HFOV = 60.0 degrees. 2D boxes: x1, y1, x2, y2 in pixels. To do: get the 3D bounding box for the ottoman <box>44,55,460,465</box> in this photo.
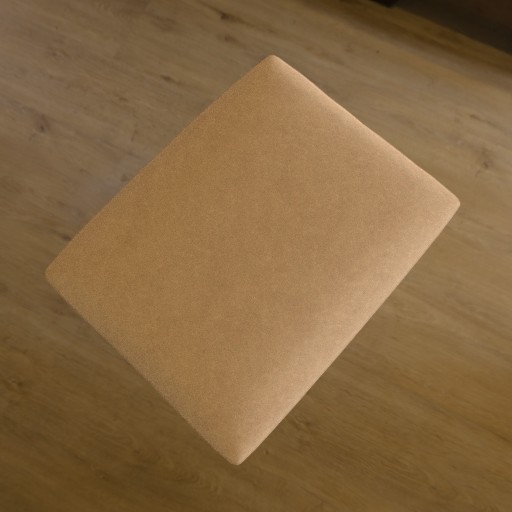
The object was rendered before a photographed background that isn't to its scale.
[{"bbox_3d":[0.000,0.000,1.123,0.584,0.513,0.741,42,80,9],"label":"ottoman"}]
